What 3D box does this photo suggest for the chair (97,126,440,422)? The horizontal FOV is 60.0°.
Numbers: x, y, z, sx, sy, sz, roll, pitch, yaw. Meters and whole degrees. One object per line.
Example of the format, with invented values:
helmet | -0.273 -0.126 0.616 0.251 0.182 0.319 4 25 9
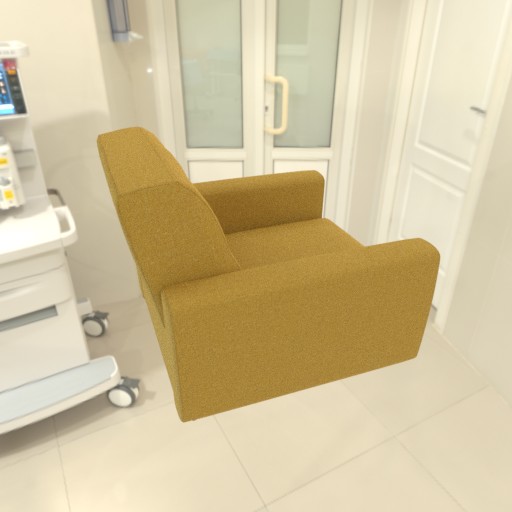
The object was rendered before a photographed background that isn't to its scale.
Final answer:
chair | 0.000 0.000 1.555 0.909 0.841 0.831 -11 31 -19
